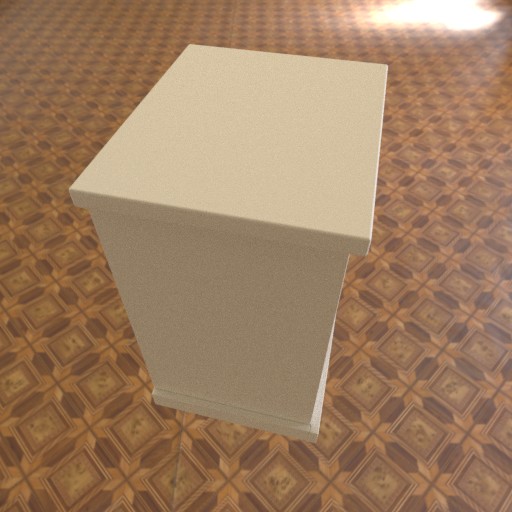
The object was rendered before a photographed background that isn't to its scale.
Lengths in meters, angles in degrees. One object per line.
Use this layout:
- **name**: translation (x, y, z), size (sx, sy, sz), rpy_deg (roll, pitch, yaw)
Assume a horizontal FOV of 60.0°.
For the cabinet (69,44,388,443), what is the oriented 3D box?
- **cabinet**: translation (0.000, 0.000, 1.037), size (0.431, 0.723, 0.520), rpy_deg (10, 48, 9)
